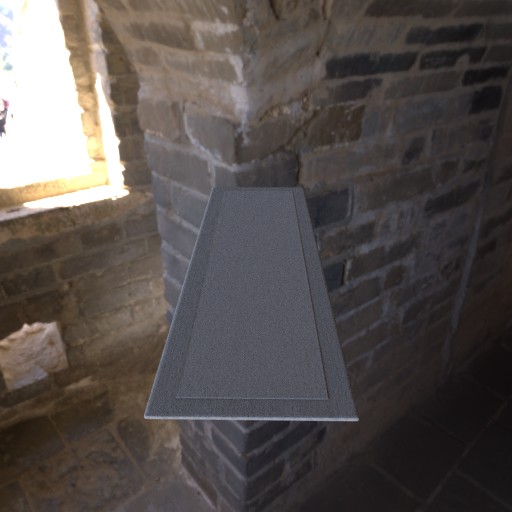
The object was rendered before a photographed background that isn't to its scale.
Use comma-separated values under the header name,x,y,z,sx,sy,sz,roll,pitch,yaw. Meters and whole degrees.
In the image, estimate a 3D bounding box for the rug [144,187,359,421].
name,x,y,z,sx,sy,sz,roll,pitch,yaw
rug,0.000,0.000,2.624,0.759,0.012,2.430,0,28,1
